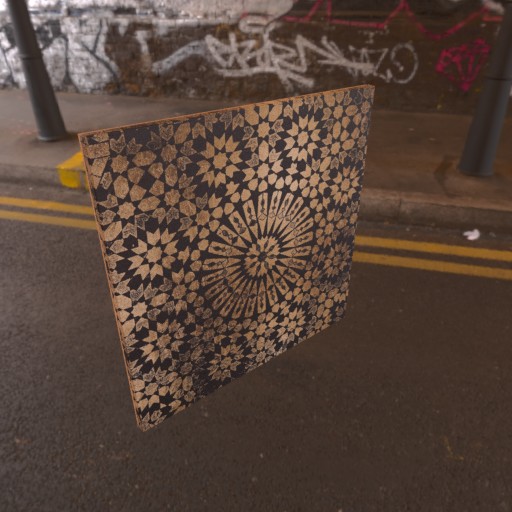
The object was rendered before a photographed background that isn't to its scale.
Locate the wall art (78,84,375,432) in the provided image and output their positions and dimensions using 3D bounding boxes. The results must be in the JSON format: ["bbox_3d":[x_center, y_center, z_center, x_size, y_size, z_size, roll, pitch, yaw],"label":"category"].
[{"bbox_3d":[0.000,0.000,1.383,0.914,0.914,0.038,-22,37,-32],"label":"wall art"}]
